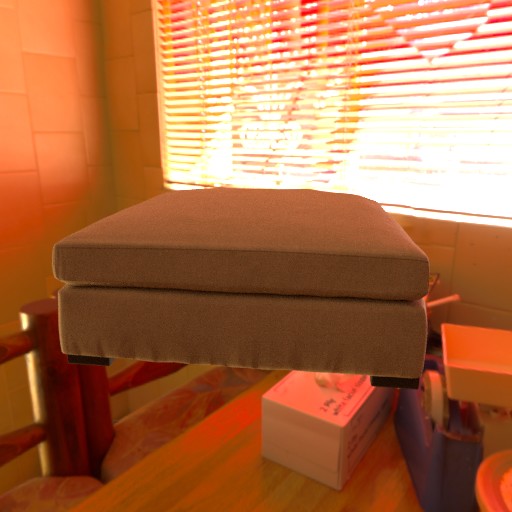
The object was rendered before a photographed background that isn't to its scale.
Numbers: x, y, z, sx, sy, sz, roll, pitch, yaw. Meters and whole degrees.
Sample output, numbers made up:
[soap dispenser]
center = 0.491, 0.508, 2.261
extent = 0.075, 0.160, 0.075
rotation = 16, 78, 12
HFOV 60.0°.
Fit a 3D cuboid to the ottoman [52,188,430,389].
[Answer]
[ottoman]
center = 0.000, 0.000, 1.889
extent = 1.203, 0.517, 1.171
rotation = 2, 15, 8
